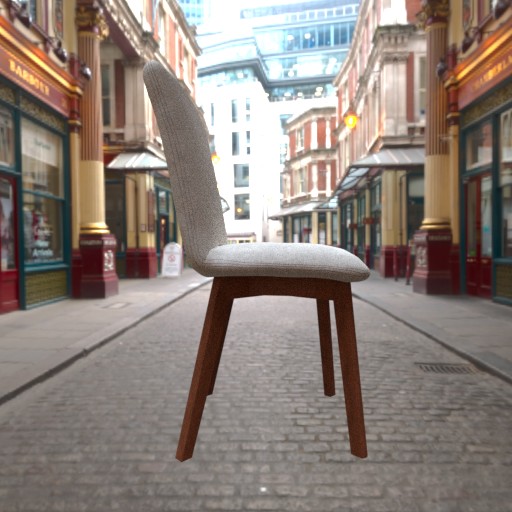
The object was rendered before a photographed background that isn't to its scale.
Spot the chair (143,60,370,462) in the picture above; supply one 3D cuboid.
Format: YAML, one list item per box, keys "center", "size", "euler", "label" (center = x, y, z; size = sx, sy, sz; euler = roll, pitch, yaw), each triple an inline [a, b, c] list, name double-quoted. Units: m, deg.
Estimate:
- center: [0.000, 0.000, 1.303]
  size: [0.563, 0.974, 0.522]
  euler: [0, 1, 0]
  label: "chair"
